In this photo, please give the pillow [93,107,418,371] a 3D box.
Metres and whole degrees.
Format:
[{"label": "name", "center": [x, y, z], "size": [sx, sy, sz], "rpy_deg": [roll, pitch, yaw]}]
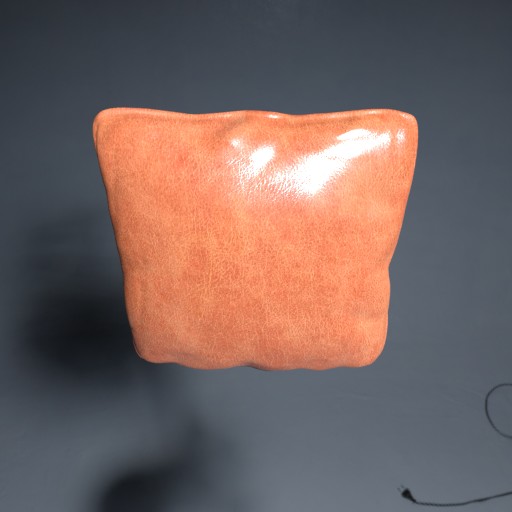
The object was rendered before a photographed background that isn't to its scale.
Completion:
[{"label": "pillow", "center": [0.000, 0.000, 0.817], "size": [0.532, 0.523, 0.236], "rpy_deg": [1, 29, 1]}]
